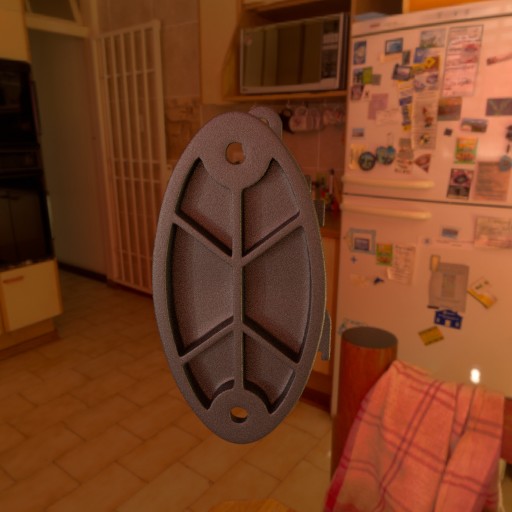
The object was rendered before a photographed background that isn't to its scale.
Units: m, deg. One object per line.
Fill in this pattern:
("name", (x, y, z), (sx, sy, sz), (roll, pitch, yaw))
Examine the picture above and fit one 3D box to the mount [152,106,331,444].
("mount", (0.000, 0.000, 0.180), (0.066, 0.118, 0.100), (2, 16, 6))
